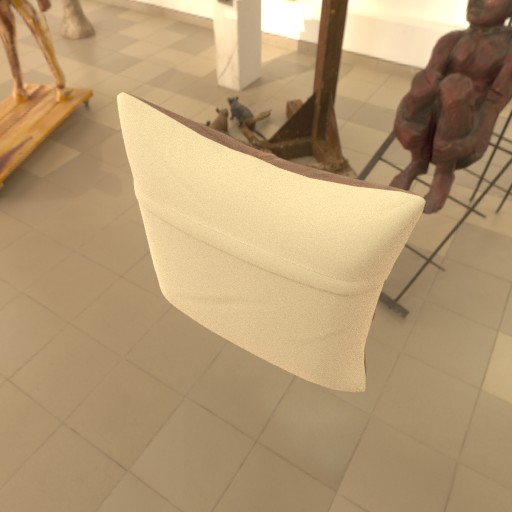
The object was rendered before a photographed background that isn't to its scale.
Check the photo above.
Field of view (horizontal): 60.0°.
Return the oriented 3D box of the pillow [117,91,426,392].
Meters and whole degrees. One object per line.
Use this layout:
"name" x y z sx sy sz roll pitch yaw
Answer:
"pillow" 0.000 0.000 0.750 0.484 0.470 0.192 24 51 21
